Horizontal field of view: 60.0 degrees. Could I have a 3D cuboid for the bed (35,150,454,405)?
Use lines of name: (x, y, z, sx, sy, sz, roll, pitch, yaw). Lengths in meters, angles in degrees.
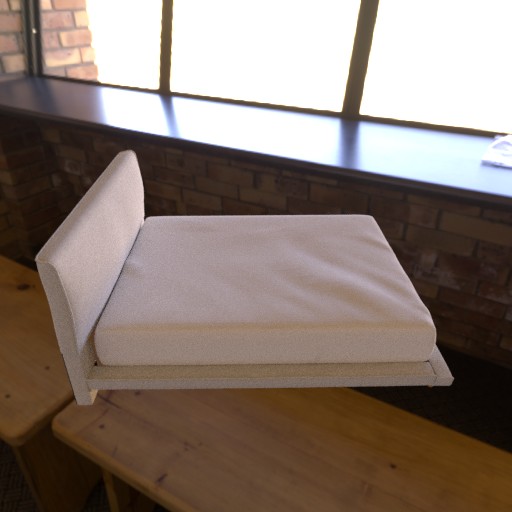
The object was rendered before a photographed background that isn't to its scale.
bed: (0.000, 0.000, 3.480, 2.498, 1.126, 1.980, -1, 31, -1)
